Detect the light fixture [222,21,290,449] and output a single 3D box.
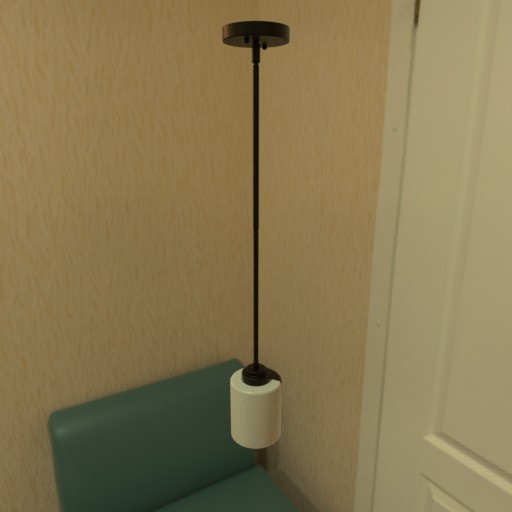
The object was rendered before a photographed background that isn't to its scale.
[{"bbox_3d":[0.000,0.000,0.928,0.123,0.863,0.123,8,18,26],"label":"light fixture"}]
